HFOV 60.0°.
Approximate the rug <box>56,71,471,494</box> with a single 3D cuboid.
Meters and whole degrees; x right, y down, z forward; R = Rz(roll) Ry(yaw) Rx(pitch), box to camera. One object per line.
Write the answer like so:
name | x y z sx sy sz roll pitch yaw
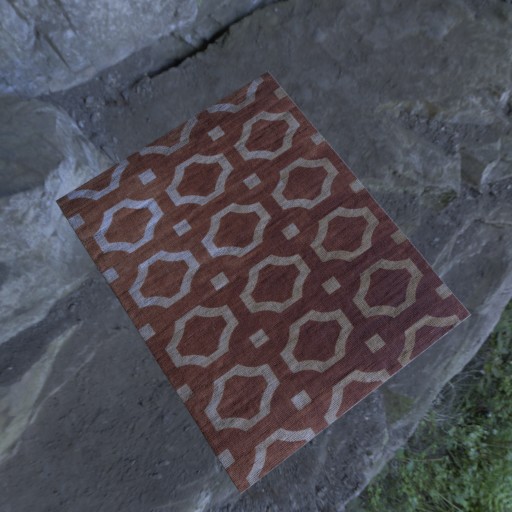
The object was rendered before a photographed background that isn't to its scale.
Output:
rug | 0.000 0.000 4.019 2.466 0.021 3.049 -34 78 -9
